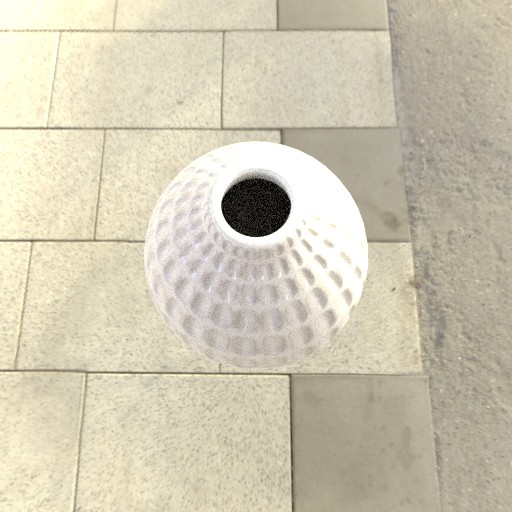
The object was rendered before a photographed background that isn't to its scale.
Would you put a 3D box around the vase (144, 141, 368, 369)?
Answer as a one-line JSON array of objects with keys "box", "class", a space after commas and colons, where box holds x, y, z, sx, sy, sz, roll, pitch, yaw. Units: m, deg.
[{"box": [0.000, 0.000, 0.259, 0.128, 0.167, 0.128, 0, 75, 0], "class": "vase"}]
